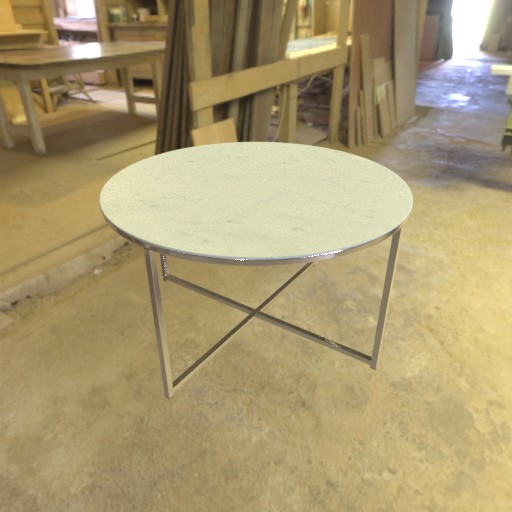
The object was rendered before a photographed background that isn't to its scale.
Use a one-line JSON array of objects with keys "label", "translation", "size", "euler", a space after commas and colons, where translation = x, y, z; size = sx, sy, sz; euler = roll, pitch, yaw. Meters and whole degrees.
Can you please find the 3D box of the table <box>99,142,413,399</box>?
[{"label": "table", "translation": [0.000, 0.000, 1.293], "size": [0.800, 0.450, 0.800], "euler": [0, 30, 0]}]
